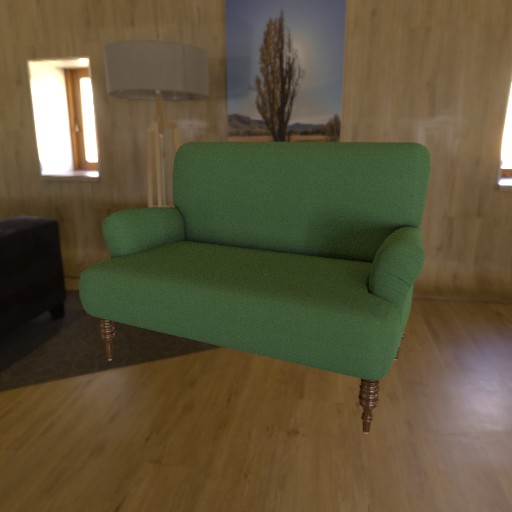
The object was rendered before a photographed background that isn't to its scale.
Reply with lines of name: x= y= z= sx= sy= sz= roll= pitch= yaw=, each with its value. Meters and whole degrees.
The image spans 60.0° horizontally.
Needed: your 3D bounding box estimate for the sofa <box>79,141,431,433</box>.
sofa: x=0.000 y=0.000 z=1.789 sx=1.297 sy=0.889 sz=0.779 roll=7 pitch=16 yaw=25
